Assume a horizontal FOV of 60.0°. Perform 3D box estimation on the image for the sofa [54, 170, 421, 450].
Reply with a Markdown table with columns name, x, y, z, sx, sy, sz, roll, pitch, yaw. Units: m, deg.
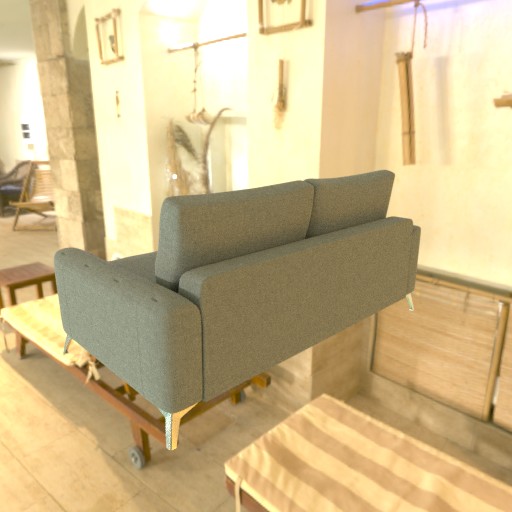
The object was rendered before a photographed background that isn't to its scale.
| name | x | y | z | sx | sy | sz | roll | pitch | yaw |
| --- | --- | --- | --- | --- | --- | --- | --- | --- | --- |
| sofa | 0.000 | 0.000 | 2.172 | 1.650 | 0.790 | 0.920 | -15 | 22 | -42 |
